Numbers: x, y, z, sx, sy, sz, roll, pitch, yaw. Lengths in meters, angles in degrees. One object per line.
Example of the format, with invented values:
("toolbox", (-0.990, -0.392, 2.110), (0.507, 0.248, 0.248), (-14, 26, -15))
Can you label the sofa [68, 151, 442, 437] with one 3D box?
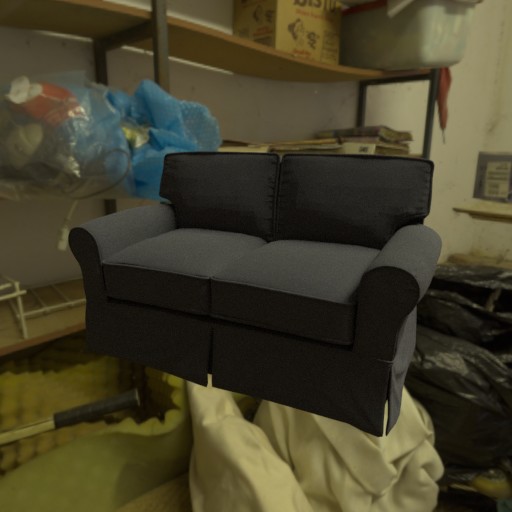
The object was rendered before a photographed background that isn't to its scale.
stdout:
("sofa", (0.000, 0.000, 2.369), (1.801, 1.059, 0.997), (8, 17, 26))
